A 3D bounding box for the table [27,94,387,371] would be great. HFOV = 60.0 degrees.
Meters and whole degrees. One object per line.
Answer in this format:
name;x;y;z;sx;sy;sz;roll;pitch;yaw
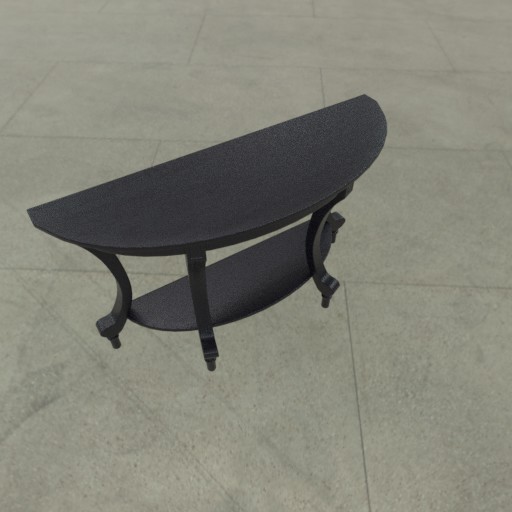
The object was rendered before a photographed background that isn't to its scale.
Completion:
table;0.000;0.000;1.537;1.198;0.692;0.394;-25;52;-22
